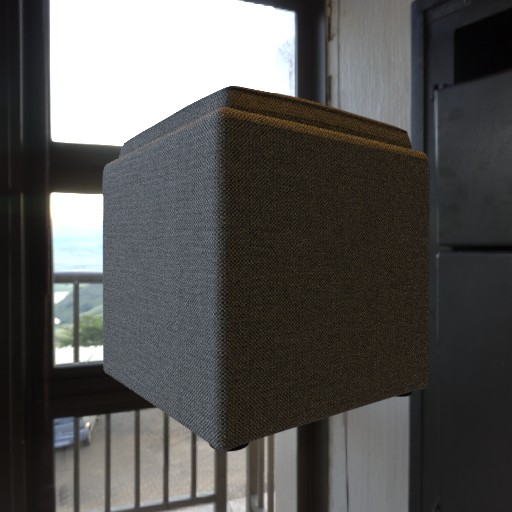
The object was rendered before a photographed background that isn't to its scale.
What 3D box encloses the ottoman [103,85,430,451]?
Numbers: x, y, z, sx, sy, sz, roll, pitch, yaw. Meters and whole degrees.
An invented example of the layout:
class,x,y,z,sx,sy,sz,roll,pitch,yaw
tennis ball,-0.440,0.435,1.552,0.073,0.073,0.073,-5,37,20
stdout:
class,x,y,z,sx,sy,sz,roll,pitch,yaw
ottoman,0.000,0.000,0.832,0.436,0.487,0.454,0,1,-36
